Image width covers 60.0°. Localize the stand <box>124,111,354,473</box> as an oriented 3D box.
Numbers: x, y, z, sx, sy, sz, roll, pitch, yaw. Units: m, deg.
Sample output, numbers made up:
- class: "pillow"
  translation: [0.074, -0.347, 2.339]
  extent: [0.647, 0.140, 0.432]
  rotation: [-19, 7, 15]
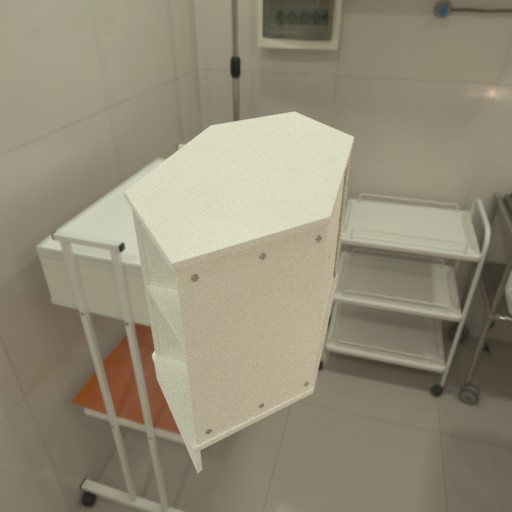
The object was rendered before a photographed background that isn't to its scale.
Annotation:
- class: "stand"
  translation: [0.000, 0.000, 1.358]
  extent: [0.477, 0.614, 1.072]
  rotation: [8, 33, 13]
